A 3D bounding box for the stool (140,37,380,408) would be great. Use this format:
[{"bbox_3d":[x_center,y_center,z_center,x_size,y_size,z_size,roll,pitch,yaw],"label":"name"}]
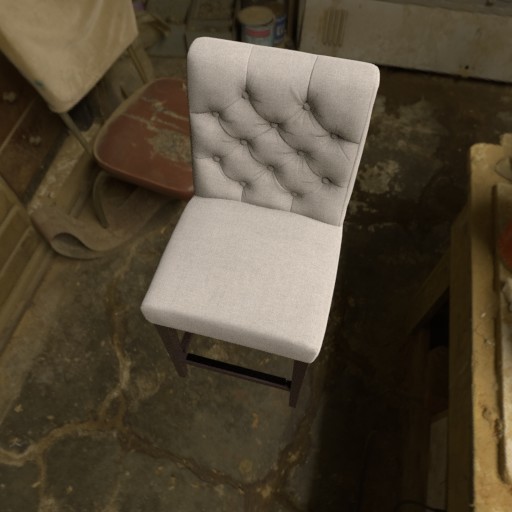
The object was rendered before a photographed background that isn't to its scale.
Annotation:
[{"bbox_3d":[0.000,0.000,1.359,0.493,1.040,0.601,13,59,8],"label":"stool"}]
